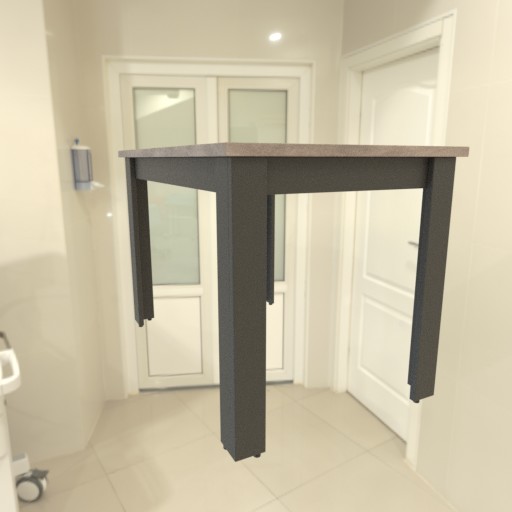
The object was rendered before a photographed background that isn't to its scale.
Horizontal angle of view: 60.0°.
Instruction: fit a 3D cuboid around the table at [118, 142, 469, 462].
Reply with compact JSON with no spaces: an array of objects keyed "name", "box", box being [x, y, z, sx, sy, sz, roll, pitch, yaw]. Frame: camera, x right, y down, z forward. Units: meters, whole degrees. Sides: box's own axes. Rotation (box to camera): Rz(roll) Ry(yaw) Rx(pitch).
[{"name":"table","box":[0.000,0.000,1.566,0.700,0.734,1.100,-6,14,-27]}]
